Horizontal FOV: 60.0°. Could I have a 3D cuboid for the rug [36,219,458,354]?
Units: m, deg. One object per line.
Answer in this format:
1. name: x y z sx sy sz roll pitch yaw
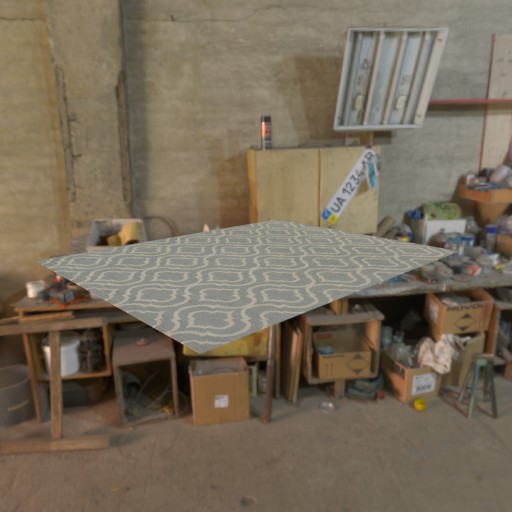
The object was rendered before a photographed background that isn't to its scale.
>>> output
1. rug: 0.000 0.000 3.863 2.892 0.006 2.283 -14 20 -42
